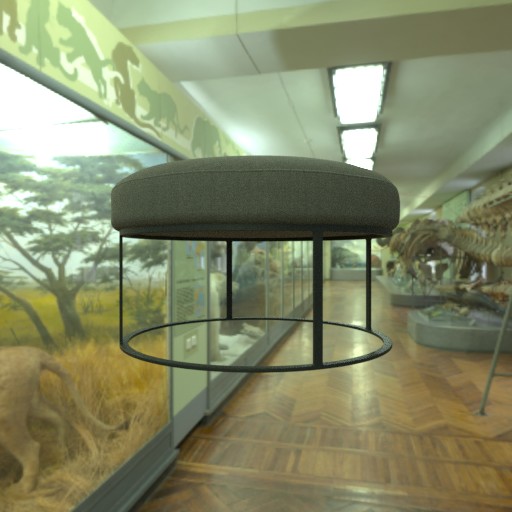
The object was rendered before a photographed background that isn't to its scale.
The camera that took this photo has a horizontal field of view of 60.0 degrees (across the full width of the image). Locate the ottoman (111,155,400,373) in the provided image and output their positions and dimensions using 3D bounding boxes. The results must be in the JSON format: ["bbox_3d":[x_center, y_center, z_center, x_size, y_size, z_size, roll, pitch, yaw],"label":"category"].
[{"bbox_3d":[0.000,0.000,1.241,0.772,0.460,0.772,0,0,0],"label":"ottoman"}]
